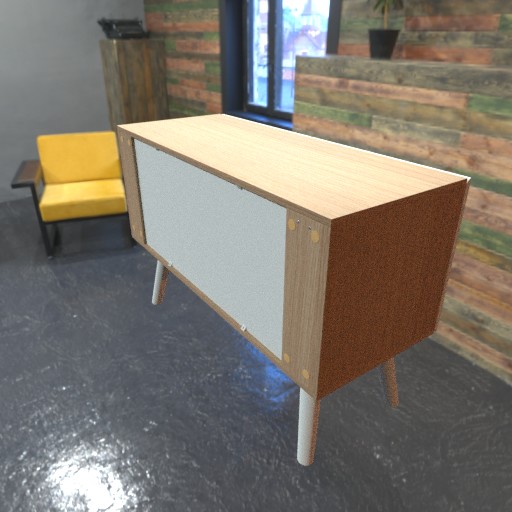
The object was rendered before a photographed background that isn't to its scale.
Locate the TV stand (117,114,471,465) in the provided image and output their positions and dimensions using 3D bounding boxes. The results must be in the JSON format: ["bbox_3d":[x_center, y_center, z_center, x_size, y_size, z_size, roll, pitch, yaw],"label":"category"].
[{"bbox_3d":[0.000,0.000,1.333,0.407,0.660,0.991,-18,32,-31],"label":"TV stand"}]
